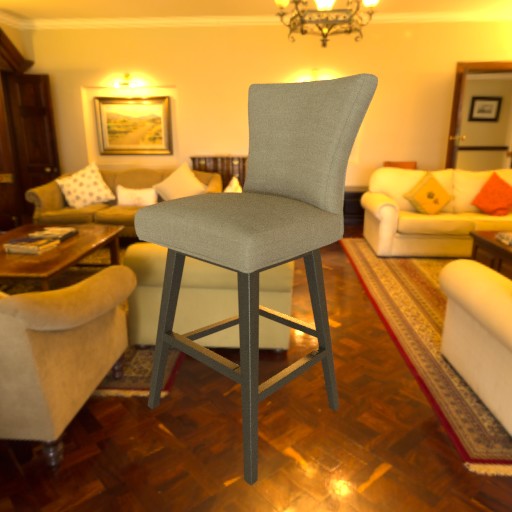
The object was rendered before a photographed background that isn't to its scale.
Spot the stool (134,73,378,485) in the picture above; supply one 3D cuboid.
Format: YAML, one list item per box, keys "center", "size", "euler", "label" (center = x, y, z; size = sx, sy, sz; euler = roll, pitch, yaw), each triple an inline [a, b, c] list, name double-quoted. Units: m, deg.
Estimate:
- center: [0.000, 0.000, 1.417]
  size: [0.514, 1.086, 0.574]
  euler: [15, 22, 42]
  label: "stool"
